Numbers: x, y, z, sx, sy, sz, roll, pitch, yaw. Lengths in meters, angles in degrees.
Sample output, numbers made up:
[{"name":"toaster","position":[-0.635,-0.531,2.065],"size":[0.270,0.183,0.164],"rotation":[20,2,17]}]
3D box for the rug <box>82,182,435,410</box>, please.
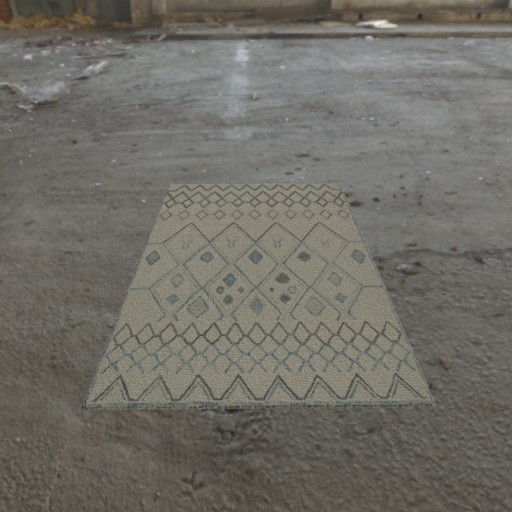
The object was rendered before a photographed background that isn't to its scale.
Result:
[{"name":"rug","position":[0.000,0.000,2.931],"size":[1.524,0.015,2.439],"rotation":[0,32,-1]}]
